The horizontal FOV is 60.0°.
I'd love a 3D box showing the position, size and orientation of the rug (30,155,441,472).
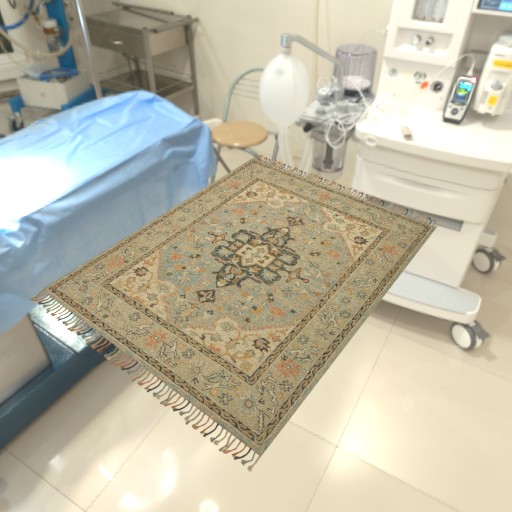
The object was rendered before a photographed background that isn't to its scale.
[{"bbox_3d":[0.000,0.000,2.236,1.278,0.009,1.730,27,47,28],"label":"rug"}]
